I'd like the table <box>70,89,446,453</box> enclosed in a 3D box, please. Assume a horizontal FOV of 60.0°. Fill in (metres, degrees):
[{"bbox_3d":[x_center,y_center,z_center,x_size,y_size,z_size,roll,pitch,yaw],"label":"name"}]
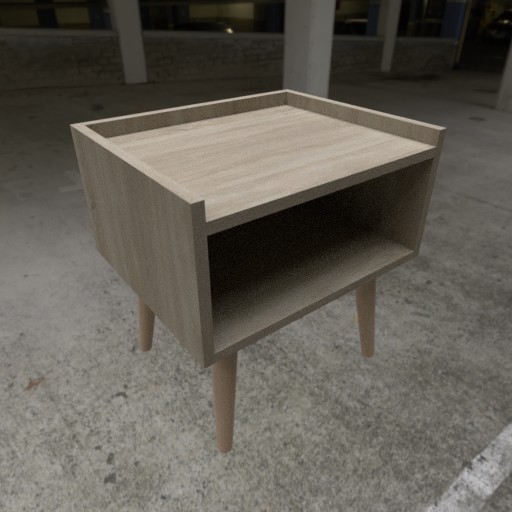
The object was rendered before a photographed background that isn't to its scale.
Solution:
[{"bbox_3d":[0.000,0.000,0.808,0.450,0.470,0.370,-22,38,-31],"label":"table"}]
